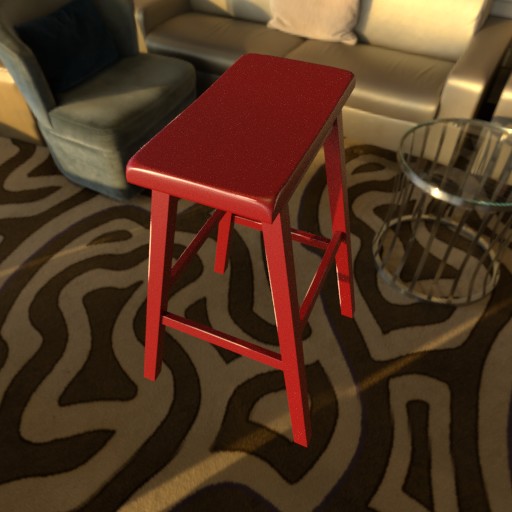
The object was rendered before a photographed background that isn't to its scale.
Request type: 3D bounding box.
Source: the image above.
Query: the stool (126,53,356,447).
[{"bbox_3d":[0.000,0.000,1.035,0.476,0.737,0.457,18,49,16],"label":"stool"}]
